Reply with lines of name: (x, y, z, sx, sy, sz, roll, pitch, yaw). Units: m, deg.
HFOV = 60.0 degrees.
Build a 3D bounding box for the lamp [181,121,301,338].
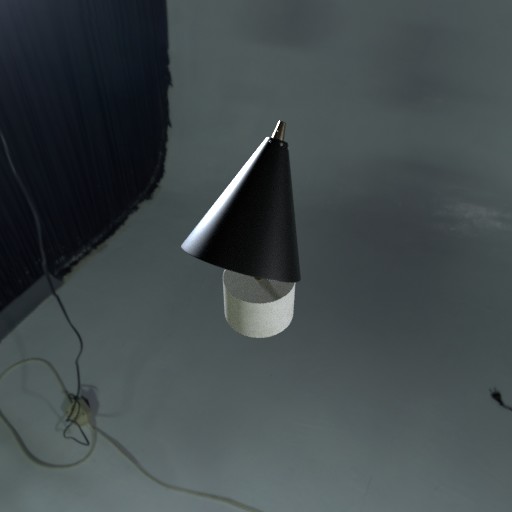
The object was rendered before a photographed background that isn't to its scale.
lamp: (0.000, 0.000, 0.734, 0.214, 0.518, 0.403, 13, 43, 15)
